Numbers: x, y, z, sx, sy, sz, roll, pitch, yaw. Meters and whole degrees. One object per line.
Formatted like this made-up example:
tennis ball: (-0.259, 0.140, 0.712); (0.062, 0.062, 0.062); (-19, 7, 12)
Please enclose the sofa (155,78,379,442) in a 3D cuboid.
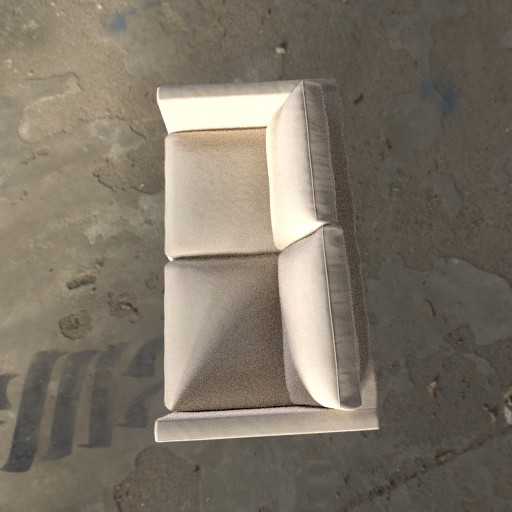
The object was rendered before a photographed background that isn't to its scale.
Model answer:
sofa: (0.000, 0.000, 2.335); (0.962, 0.834, 1.746); (-3, 74, -1)
